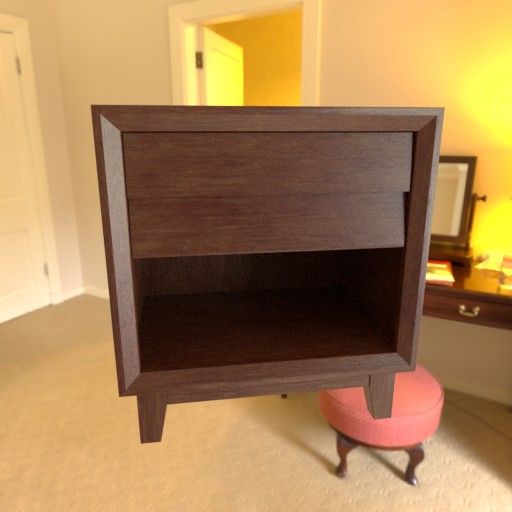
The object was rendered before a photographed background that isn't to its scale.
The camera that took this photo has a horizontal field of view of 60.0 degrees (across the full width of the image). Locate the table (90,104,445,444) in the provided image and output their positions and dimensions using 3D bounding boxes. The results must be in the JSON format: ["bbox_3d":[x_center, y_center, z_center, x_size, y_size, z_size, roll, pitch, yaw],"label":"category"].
[{"bbox_3d":[0.000,0.000,0.982,0.557,0.609,0.449,-2,16,-9],"label":"table"}]
